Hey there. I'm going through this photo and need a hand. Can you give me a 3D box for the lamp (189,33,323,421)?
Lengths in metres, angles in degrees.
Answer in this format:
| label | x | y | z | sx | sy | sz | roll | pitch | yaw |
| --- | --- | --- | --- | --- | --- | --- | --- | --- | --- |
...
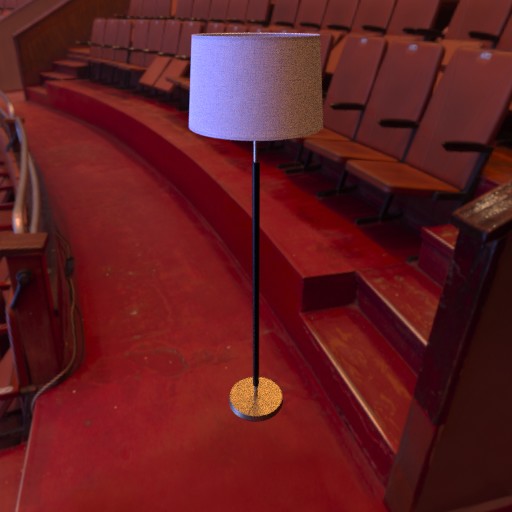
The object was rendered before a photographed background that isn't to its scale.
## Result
| label | x | y | z | sx | sy | sz | roll | pitch | yaw |
| --- | --- | --- | --- | --- | --- | --- | --- | --- | --- |
| lamp | 0.000 | 0.000 | 1.618 | 0.420 | 1.447 | 0.420 | 0 | 28 | 0 |
